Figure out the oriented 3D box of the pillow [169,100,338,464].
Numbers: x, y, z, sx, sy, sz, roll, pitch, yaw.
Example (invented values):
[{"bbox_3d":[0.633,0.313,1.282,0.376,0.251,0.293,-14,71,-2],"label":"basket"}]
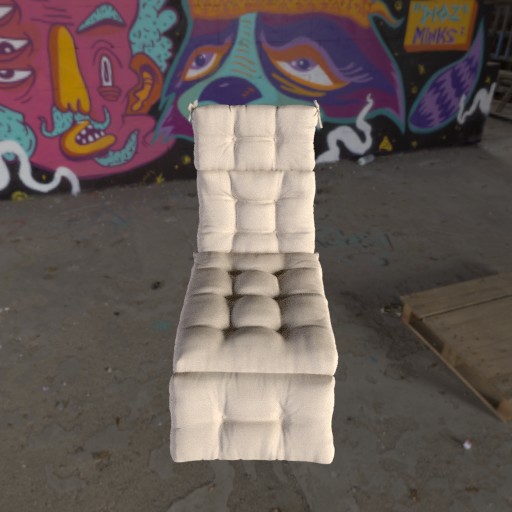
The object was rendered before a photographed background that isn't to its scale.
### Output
[{"bbox_3d":[0.000,0.000,1.519,0.526,0.863,1.016,0,30,1],"label":"pillow"}]
